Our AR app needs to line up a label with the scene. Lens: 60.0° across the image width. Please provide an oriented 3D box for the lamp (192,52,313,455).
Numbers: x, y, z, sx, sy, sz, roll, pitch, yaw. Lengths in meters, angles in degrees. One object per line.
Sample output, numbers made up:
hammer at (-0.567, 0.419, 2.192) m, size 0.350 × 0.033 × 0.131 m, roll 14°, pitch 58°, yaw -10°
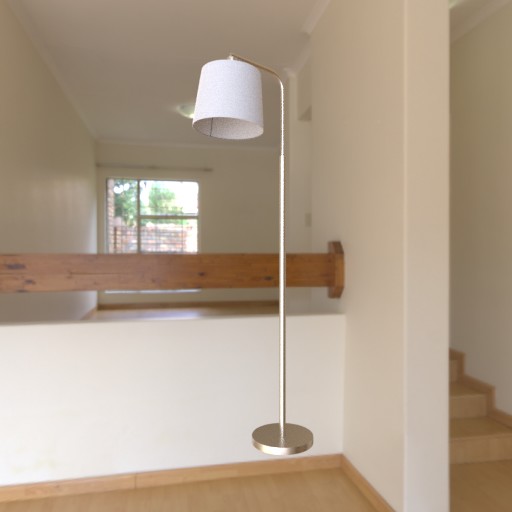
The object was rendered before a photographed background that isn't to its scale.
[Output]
lamp at (0.000, 0.000, 1.683) m, size 0.508 × 1.478 × 0.254 m, roll 0°, pitch 1°, yaw -36°
